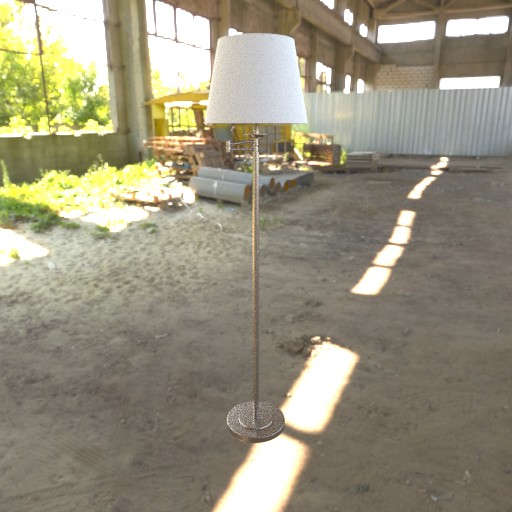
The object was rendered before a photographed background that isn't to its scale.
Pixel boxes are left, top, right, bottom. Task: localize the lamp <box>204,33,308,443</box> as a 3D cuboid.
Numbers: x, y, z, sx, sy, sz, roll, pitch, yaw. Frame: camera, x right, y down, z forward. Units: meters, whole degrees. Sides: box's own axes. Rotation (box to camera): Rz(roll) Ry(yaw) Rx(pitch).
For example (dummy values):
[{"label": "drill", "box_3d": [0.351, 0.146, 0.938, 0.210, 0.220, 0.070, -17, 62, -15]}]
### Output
[{"label": "lamp", "box_3d": [0.000, 0.000, 1.664, 0.355, 1.473, 0.355, 0, 16, 0]}]
